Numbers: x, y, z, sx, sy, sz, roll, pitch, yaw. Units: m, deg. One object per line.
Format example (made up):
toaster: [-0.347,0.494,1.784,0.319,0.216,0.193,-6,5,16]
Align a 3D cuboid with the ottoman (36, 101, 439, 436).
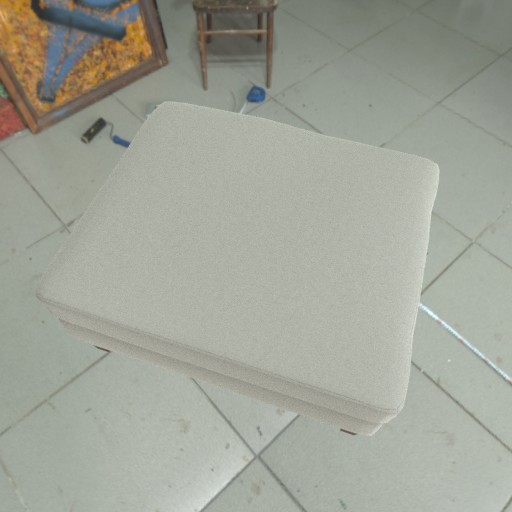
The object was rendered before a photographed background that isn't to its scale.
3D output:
ottoman: [0.000,0.000,1.436,0.976,0.492,0.836,16,59,10]
